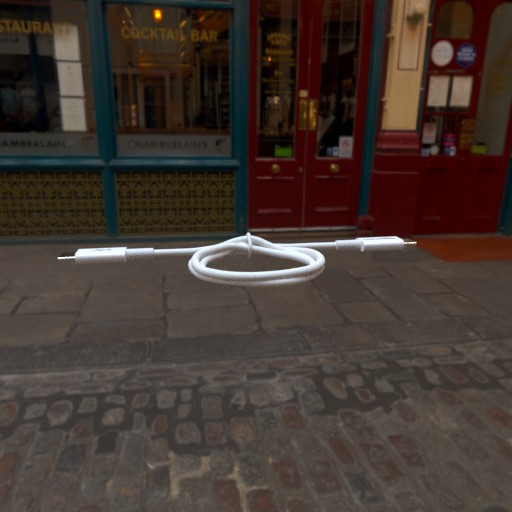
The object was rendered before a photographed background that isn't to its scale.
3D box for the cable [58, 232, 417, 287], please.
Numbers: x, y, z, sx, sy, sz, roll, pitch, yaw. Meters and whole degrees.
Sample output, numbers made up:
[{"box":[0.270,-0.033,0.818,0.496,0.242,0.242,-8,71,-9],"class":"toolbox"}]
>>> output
[{"box":[0.000,0.000,0.228,0.203,0.014,0.070,-3,16,-10],"class":"cable"}]
